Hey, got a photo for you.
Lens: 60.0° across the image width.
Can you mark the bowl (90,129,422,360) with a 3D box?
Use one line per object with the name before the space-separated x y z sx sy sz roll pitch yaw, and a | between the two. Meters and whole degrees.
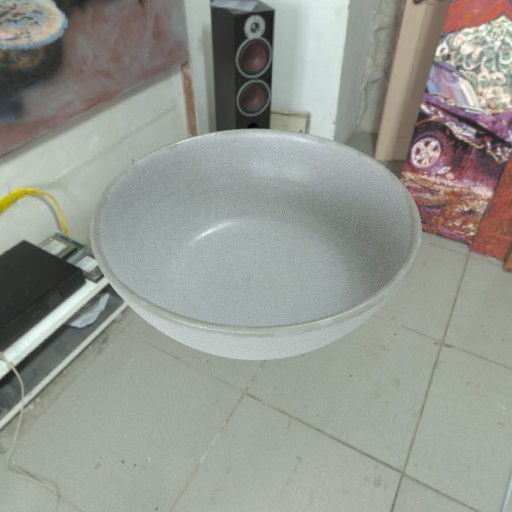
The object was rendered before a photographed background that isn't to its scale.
bowl | 0.000 0.000 0.410 0.268 0.121 0.268 0 43 0
